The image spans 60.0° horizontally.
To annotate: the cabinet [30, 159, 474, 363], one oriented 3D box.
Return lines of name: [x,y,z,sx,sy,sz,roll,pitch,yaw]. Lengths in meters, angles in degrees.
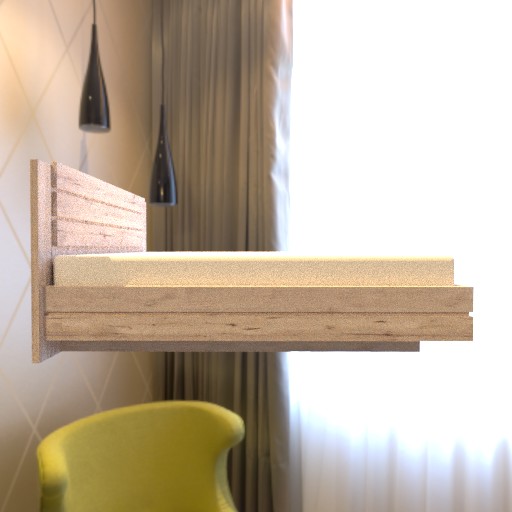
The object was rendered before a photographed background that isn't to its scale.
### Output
cabinet: [0.000,0.000,3.032,2.080,0.970,1.950,0,1,1]
